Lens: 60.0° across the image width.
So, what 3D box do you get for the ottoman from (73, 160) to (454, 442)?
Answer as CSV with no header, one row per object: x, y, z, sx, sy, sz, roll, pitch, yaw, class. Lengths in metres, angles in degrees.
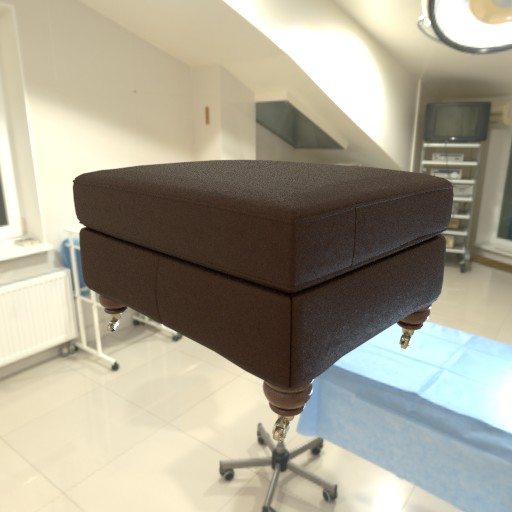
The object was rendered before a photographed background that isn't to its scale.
0.000,0.000,1.814,1.187,0.730,0.967,15,22,42,ottoman
